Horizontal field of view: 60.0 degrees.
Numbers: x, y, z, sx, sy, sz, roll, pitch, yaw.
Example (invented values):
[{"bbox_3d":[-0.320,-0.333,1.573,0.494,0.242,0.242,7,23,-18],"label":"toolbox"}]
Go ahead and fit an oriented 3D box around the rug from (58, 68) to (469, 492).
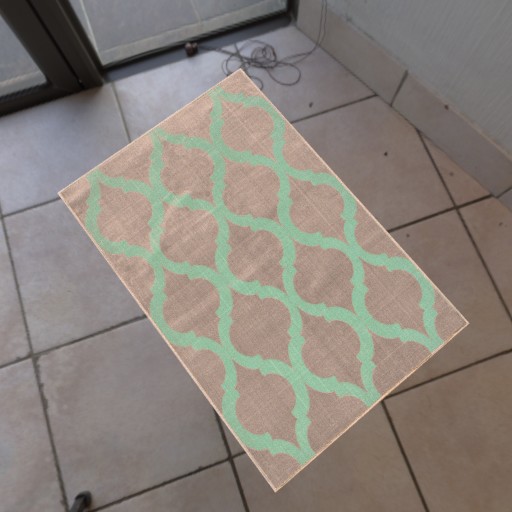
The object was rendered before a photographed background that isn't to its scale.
[{"bbox_3d":[0.000,0.000,2.816,1.524,0.006,2.286,-37,79,-8],"label":"rug"}]
